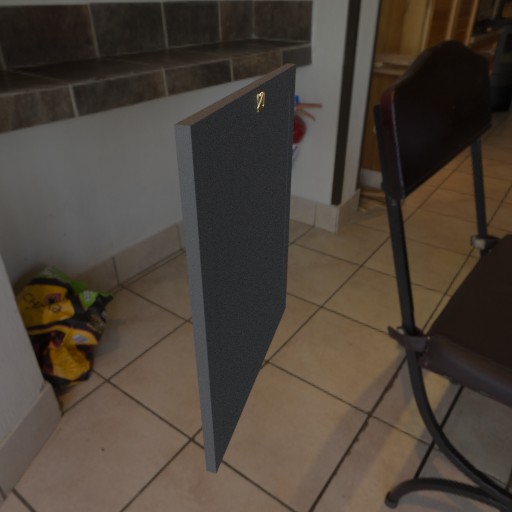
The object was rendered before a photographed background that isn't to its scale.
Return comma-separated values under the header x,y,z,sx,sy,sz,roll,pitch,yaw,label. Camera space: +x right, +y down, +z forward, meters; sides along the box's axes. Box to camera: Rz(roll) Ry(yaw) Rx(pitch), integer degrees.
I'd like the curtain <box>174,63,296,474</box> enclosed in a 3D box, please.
x,y,z,sx,sy,sz,roll,pitch,yaw,label
0.000,0.000,0.803,0.027,0.585,0.483,9,32,15,curtain
